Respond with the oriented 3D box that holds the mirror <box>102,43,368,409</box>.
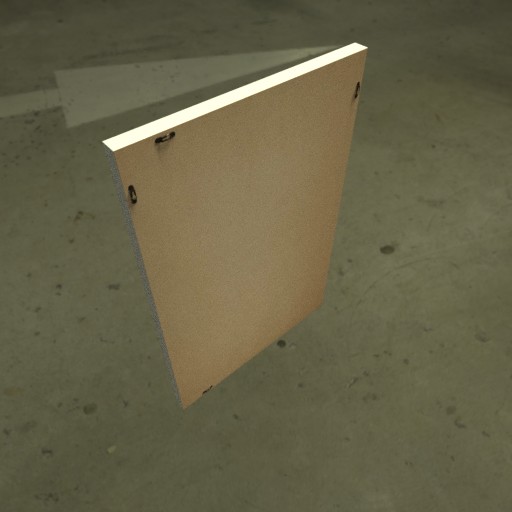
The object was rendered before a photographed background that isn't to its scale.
[{"bbox_3d":[0.000,0.000,1.160,0.609,0.914,0.041,-32,54,-27],"label":"mirror"}]
